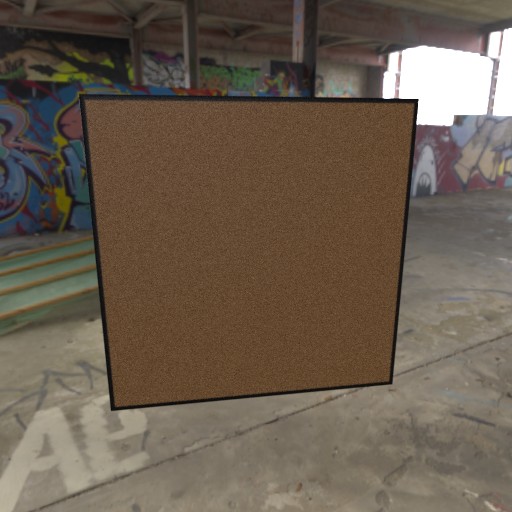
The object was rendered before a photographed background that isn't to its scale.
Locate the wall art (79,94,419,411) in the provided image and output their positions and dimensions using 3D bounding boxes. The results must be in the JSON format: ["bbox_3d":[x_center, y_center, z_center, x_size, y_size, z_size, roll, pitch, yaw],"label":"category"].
[{"bbox_3d":[0.000,0.000,0.449,0.304,0.303,0.037,-3,16,-9],"label":"wall art"}]
